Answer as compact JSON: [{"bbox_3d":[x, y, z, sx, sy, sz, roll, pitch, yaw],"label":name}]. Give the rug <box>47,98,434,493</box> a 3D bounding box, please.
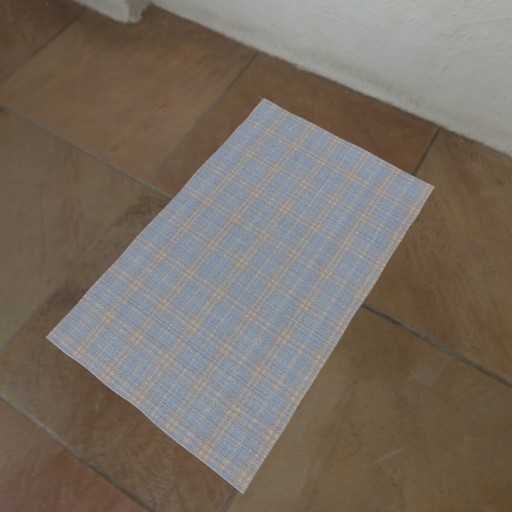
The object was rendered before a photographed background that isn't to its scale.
[{"bbox_3d":[0.000,0.000,3.052,1.545,0.016,2.460,32,69,14],"label":"rug"}]
